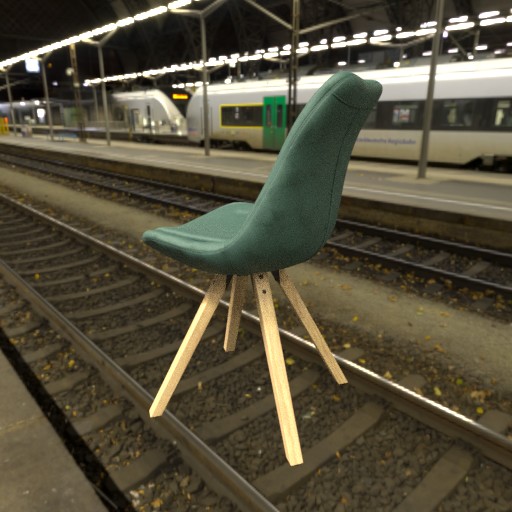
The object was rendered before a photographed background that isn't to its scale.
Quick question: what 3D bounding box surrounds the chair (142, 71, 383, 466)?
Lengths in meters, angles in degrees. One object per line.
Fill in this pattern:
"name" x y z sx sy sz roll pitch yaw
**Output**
"chair" 0.000 0.000 1.172 0.547 0.865 0.483 9 19 26
